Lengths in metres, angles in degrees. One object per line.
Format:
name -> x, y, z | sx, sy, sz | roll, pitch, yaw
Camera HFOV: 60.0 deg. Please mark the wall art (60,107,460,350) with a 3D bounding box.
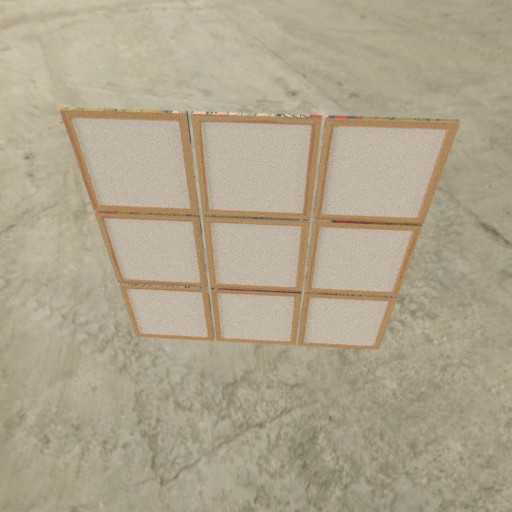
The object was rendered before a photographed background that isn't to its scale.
wall art -> 0.000, 0.000, 1.328 | 0.904, 0.913, 0.013 | 3, 46, 3
